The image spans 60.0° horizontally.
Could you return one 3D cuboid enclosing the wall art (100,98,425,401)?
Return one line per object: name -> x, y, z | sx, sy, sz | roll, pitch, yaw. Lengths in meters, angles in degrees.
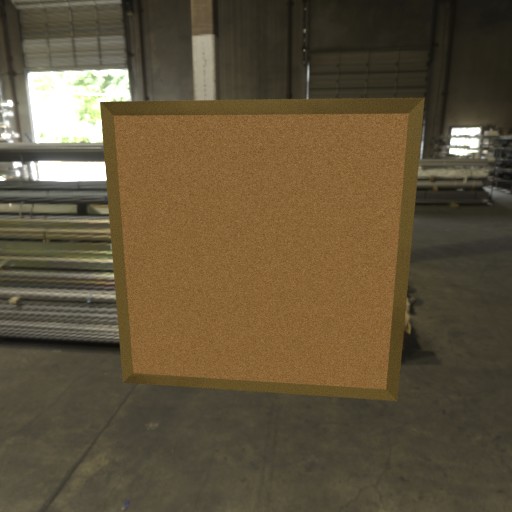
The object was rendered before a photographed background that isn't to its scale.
wall art -> 0.000, 0.000, 1.146 | 0.762, 0.762, 0.038 | 2, 14, 7
